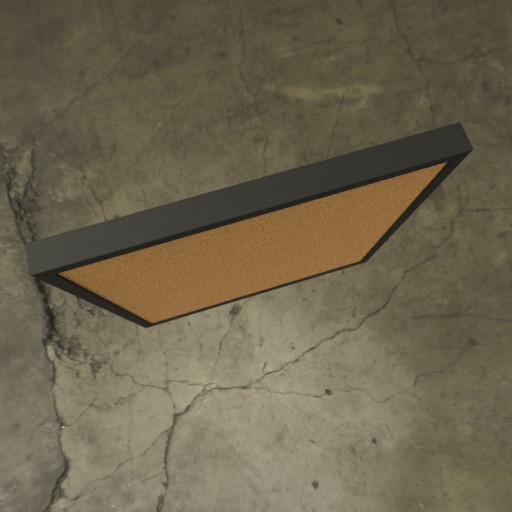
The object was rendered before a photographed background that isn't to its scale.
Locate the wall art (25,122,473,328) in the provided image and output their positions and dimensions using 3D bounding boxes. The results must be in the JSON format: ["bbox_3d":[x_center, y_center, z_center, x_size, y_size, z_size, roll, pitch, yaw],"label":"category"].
[{"bbox_3d":[0.000,0.000,0.735,0.508,0.508,0.037,-16,75,-4],"label":"wall art"}]
